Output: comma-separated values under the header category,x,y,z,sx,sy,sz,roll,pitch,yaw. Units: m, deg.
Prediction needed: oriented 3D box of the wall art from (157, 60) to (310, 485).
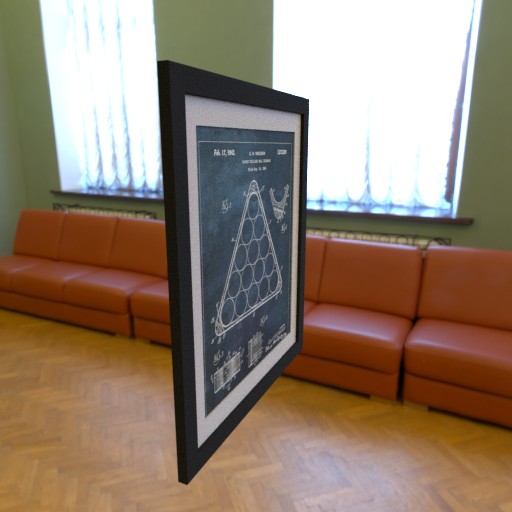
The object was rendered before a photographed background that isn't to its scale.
category,x,y,z,sx,sy,sz,roll,pitch,yaw
wall art,0.000,0.000,0.499,0.010,0.361,0.311,7,16,25
